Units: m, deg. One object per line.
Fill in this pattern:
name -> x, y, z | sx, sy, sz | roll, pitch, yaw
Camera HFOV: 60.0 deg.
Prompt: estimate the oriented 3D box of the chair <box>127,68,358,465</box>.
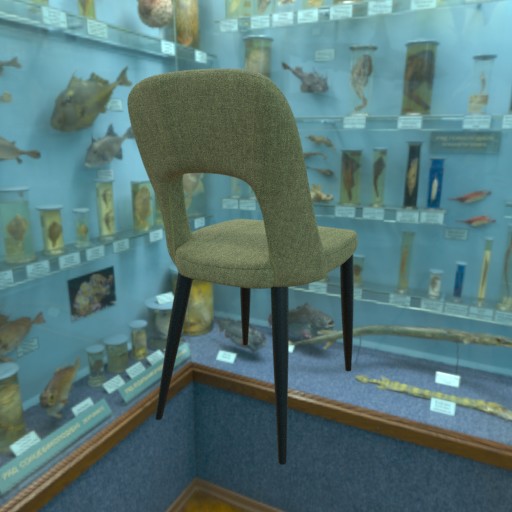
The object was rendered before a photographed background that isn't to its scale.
chair -> 0.000, 0.000, 1.274 | 0.470, 0.931, 0.612 | 8, 17, 28
